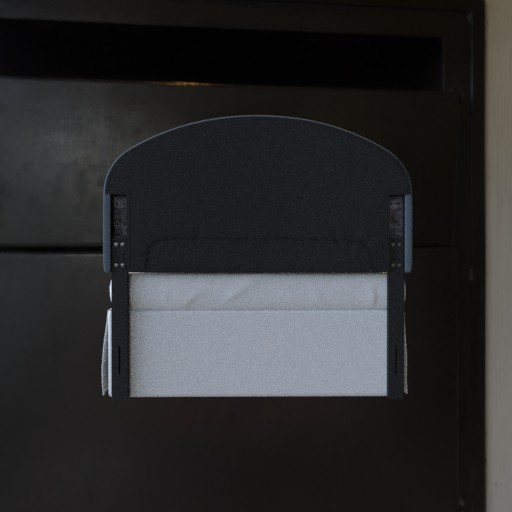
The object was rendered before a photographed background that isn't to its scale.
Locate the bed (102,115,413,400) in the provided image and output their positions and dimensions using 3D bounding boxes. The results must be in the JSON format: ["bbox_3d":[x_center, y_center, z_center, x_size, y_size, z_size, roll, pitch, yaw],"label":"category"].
[{"bbox_3d":[0.000,0.000,3.179,1.607,1.410,2.005,0,0,-1],"label":"bed"}]
